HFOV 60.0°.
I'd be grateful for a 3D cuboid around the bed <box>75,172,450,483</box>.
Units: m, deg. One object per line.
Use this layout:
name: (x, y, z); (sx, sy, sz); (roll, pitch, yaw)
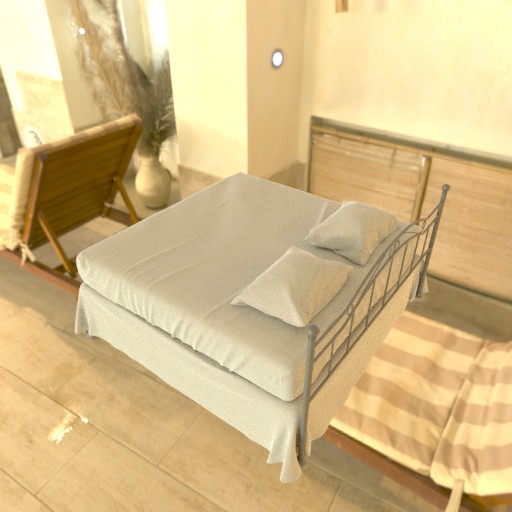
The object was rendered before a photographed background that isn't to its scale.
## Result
bed: (0.000, 0.000, 3.519); (2.220, 1.080, 2.309); (22, 39, 30)
